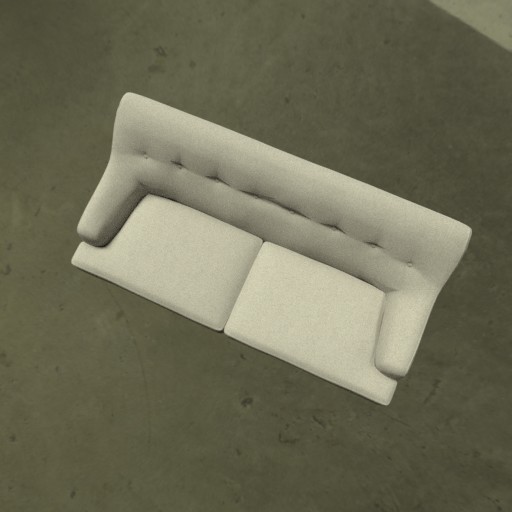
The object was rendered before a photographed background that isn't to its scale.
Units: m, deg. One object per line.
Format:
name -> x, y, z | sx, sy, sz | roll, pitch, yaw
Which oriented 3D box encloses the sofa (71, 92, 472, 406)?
sofa -> 0.000, 0.000, 2.611 | 2.057, 0.871, 0.978 | 23, 76, 6
